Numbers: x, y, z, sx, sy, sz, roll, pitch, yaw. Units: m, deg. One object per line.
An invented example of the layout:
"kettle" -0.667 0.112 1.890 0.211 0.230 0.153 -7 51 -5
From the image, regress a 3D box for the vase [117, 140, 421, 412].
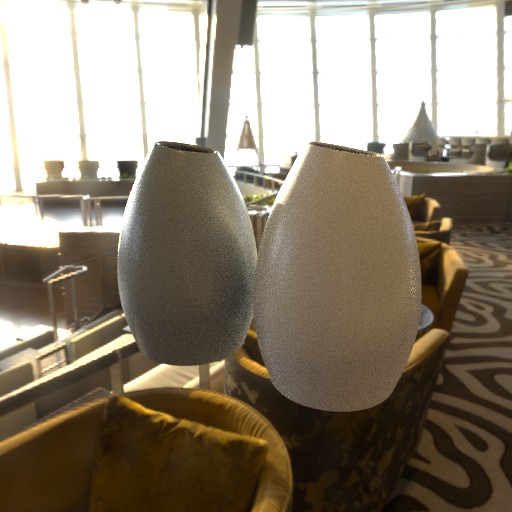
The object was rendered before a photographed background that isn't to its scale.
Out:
"vase" 0.000 0.000 0.261 0.187 0.131 0.089 8 17 27
